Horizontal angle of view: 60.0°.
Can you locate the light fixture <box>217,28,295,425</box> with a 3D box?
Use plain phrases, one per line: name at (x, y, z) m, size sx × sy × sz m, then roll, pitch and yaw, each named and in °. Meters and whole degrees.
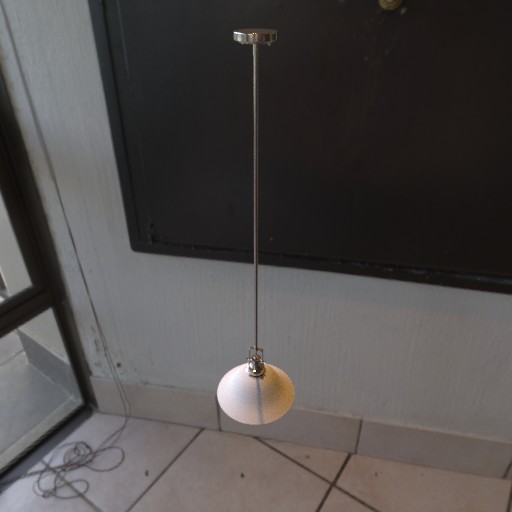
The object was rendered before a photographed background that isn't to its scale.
light fixture at (0.000, 0.000, 1.488) m, size 0.324 × 1.354 × 0.324 m, roll 9°, pitch 34°, yaw 14°
